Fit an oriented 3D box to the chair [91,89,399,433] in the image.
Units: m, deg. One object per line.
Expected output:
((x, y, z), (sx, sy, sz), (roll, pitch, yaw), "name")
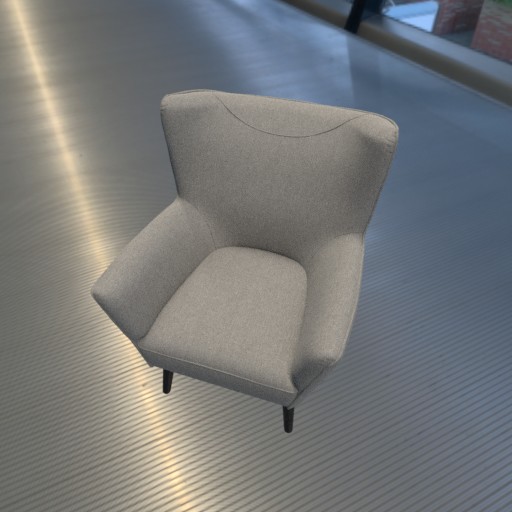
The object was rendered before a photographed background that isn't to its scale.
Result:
((0.000, 0.000, 1.591), (0.781, 0.933, 0.888), (13, 45, 13), "chair")
